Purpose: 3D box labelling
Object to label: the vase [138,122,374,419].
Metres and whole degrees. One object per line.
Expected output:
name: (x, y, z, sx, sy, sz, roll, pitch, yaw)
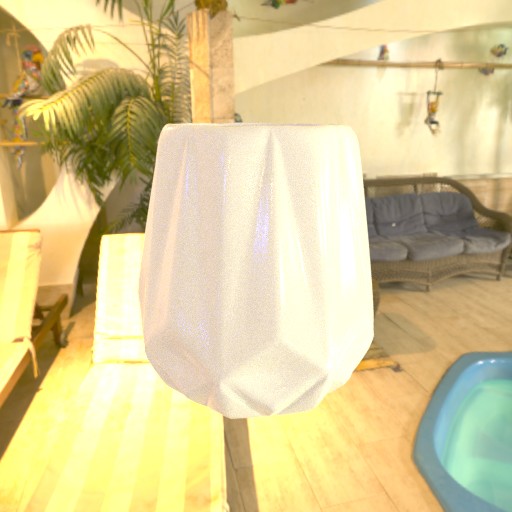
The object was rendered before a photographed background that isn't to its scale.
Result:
vase: (0.000, 0.000, 0.265, 0.141, 0.152, 0.141, 0, 17, 0)
